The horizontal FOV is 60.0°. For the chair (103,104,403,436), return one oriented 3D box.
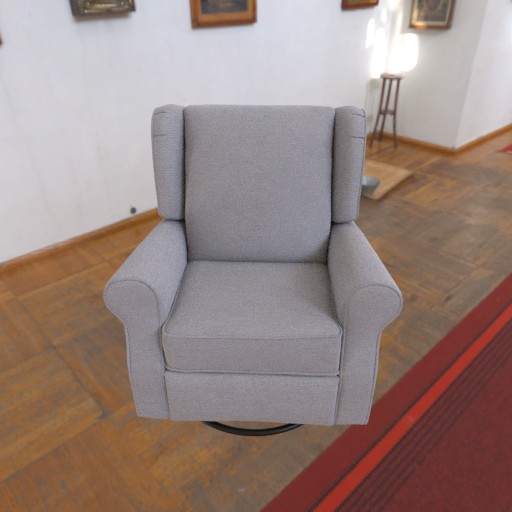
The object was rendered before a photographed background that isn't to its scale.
[{"bbox_3d":[0.000,0.000,1.664,0.906,0.966,0.854,1,31,2],"label":"chair"}]
